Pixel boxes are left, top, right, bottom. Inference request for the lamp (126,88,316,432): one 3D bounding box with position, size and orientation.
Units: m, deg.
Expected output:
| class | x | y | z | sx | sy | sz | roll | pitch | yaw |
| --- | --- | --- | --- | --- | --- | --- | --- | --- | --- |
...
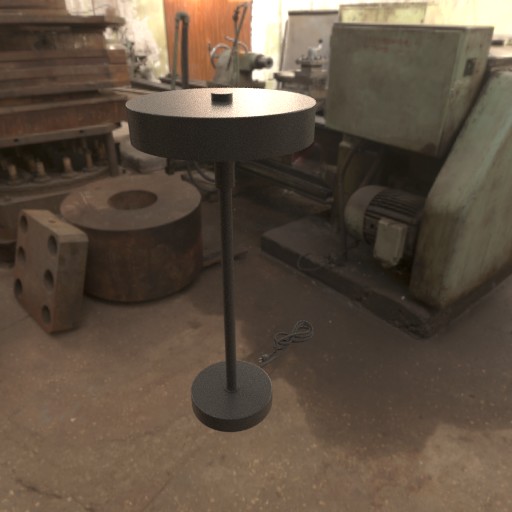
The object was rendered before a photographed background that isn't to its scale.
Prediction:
| class | x | y | z | sx | sy | sz | roll | pitch | yaw |
| --- | --- | --- | --- | --- | --- | --- | --- | --- | --- |
| lamp | 0.000 | 0.000 | 0.706 | 0.229 | 0.508 | 0.369 | 19 | 33 | 31 |
